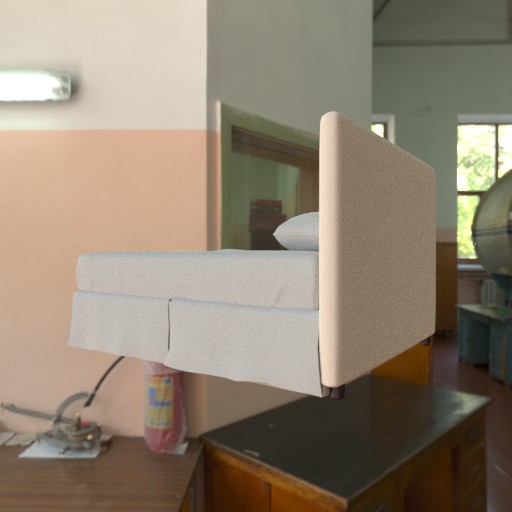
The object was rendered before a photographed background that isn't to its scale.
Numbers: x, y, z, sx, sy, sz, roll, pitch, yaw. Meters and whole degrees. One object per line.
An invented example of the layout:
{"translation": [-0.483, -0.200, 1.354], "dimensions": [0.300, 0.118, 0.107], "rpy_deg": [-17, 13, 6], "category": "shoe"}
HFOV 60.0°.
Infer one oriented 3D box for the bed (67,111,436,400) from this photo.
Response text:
{"translation": [0.000, 0.000, 3.254], "dimensions": [2.142, 1.330, 1.748], "rpy_deg": [0, 0, 36], "category": "bed"}
